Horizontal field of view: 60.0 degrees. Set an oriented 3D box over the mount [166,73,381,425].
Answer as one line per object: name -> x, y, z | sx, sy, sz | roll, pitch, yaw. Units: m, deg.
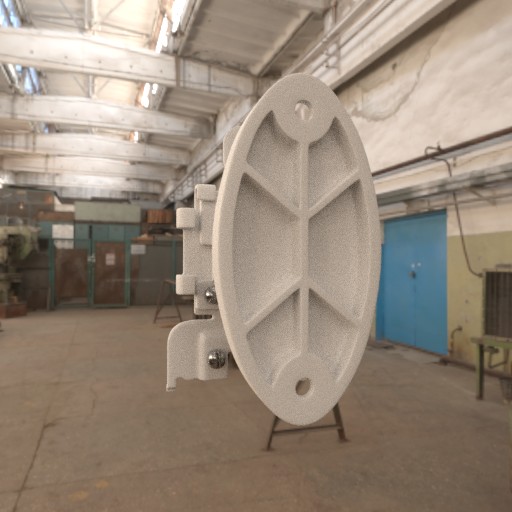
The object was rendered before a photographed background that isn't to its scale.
mount -> 0.000, 0.000, 0.179 | 0.066, 0.118, 0.100 | 0, -1, -17
